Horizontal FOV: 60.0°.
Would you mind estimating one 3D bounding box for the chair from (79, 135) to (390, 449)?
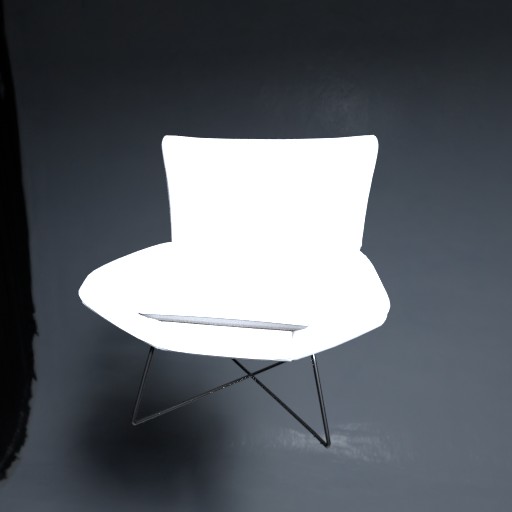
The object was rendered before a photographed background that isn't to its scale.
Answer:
[{"bbox_3d":[0.000,0.000,1.624,0.859,0.855,1.008,3,15,10],"label":"chair"}]
